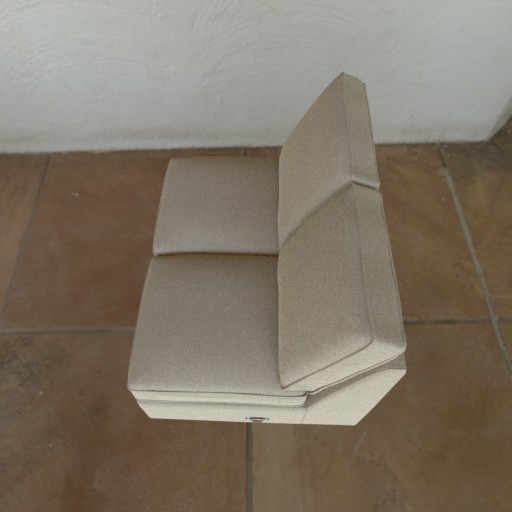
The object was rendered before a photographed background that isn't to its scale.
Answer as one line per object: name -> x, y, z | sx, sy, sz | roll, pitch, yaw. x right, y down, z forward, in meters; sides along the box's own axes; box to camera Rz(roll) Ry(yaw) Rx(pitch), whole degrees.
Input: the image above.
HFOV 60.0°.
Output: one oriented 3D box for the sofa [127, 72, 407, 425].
sofa -> 0.000, 0.000, 1.941 | 0.951, 1.008, 1.237 | 2, 58, 1
